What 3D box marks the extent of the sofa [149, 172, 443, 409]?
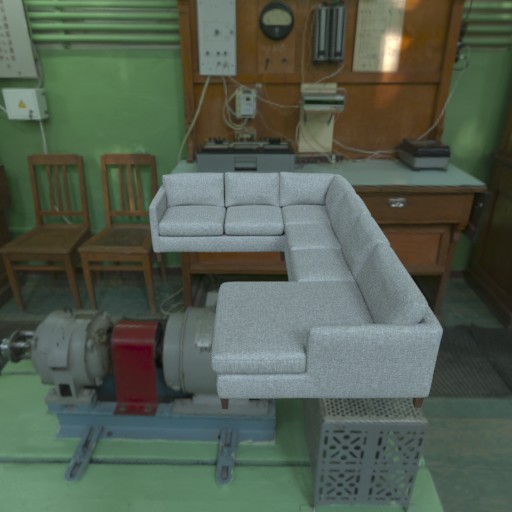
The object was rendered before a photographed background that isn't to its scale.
[{"bbox_3d":[0.000,0.000,4.663,2.593,0.959,3.460,0,26,-1],"label":"sofa"}]
